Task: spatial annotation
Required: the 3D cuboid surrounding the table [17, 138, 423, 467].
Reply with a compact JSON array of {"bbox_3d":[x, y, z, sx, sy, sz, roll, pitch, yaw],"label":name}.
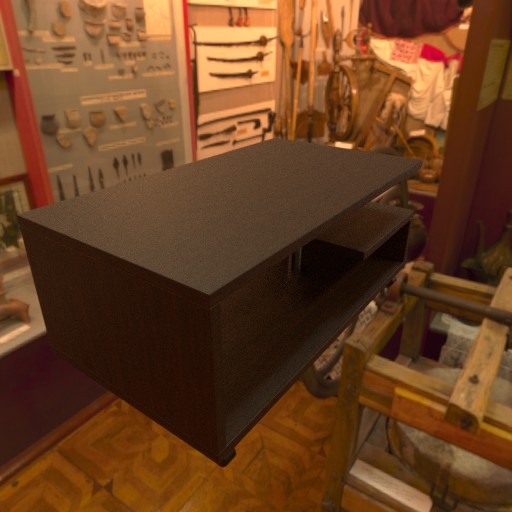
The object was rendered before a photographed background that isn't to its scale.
[{"bbox_3d":[0.000,0.000,1.339,0.590,0.460,1.050,18,32,32],"label":"table"}]
